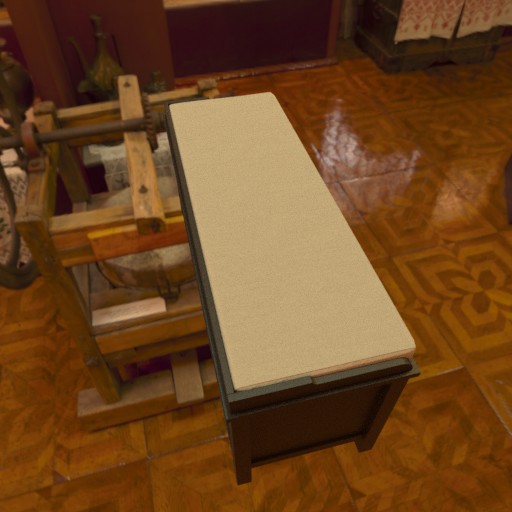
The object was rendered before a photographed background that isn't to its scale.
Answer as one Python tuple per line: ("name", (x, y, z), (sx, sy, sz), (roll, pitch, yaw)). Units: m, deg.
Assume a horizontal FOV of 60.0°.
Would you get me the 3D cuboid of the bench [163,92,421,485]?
("bench", (0.000, 0.000, 1.379), (0.398, 0.501, 1.140), (-10, 48, -9))
